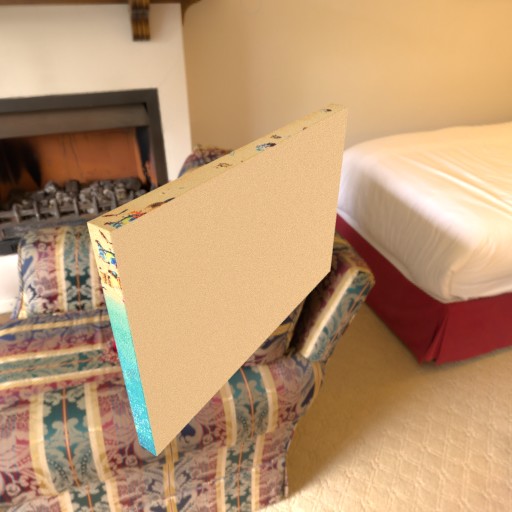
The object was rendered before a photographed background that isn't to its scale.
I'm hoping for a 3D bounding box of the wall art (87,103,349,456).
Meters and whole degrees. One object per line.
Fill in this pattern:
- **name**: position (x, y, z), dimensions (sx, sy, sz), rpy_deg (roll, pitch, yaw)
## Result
- **wall art**: position (0.000, 0.000, 0.801), dimensions (0.039, 0.406, 0.609), rpy_deg (20, 38, 28)
